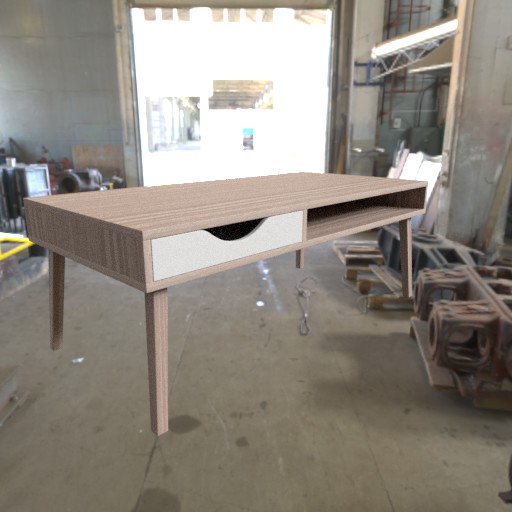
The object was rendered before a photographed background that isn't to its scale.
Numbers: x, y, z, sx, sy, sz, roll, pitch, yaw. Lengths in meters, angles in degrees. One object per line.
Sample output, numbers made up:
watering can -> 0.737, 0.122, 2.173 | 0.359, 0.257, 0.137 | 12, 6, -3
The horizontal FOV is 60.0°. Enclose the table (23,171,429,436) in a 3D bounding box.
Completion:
table -> 0.000, 0.000, 1.476 | 0.600, 0.450, 1.200 | 15, 21, 42
